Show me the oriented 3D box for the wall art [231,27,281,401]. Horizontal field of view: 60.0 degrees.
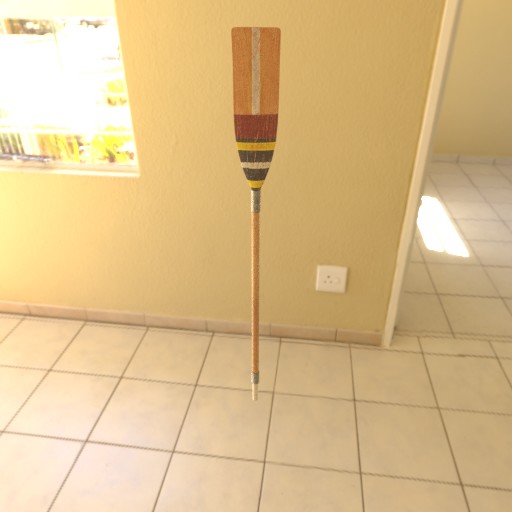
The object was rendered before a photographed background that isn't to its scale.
[{"bbox_3d":[0.000,0.000,1.693,0.146,1.556,0.038,-1,30,-2],"label":"wall art"}]
